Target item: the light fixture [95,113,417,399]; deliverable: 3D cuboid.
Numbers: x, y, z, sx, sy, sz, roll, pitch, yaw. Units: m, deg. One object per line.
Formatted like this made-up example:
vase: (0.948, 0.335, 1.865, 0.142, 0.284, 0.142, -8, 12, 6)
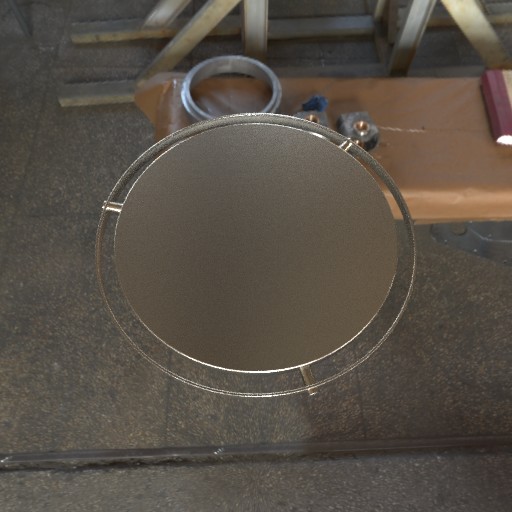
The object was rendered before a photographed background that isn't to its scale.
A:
light fixture: (0.000, 0.000, 0.556, 0.361, 0.130, 0.361, 0, 63, 0)
